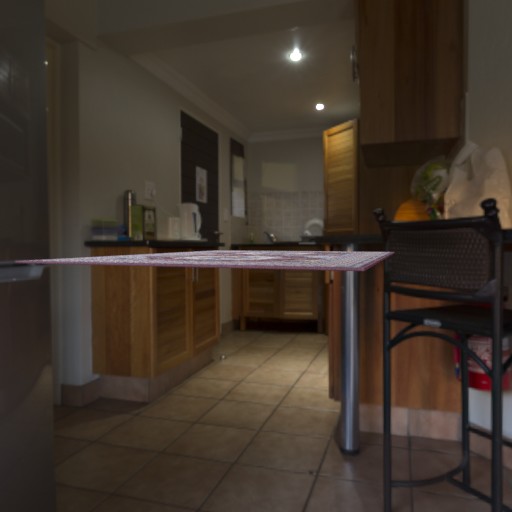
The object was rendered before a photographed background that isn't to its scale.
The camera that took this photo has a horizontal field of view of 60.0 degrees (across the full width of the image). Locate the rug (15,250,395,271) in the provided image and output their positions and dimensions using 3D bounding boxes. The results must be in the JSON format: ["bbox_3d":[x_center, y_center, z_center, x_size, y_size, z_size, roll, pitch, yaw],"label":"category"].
[{"bbox_3d":[0.000,0.000,2.843,1.599,0.011,2.210,1,2,20],"label":"rug"}]
